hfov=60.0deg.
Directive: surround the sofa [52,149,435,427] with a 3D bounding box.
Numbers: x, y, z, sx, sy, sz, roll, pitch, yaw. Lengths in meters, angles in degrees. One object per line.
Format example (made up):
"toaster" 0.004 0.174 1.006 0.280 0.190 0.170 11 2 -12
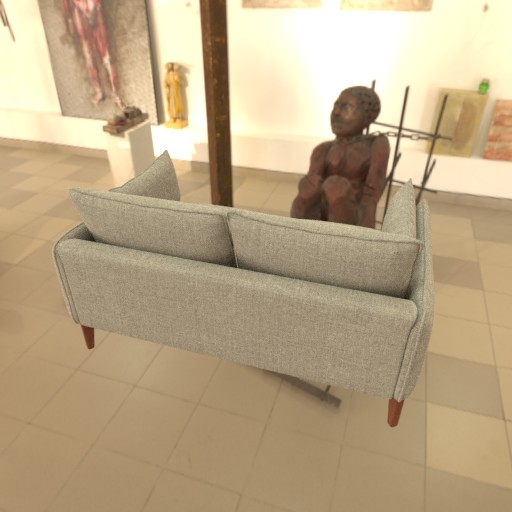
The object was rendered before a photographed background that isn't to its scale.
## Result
"sofa" 0.000 0.000 2.130 1.580 0.851 0.972 10 34 15
